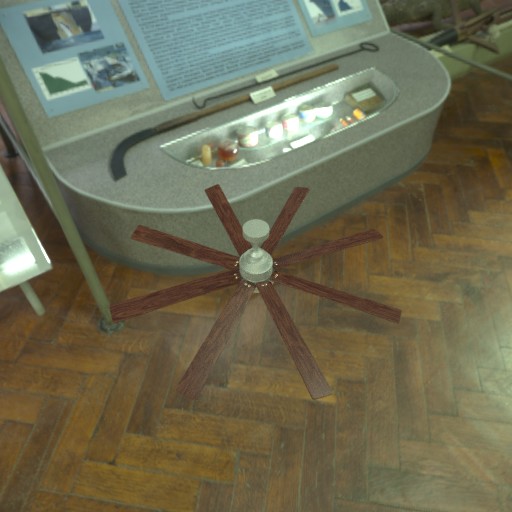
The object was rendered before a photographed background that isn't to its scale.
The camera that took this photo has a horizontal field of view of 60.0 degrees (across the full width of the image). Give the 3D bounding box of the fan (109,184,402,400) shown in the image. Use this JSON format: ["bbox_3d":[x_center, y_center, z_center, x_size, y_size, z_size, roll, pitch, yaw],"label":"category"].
[{"bbox_3d":[0.000,0.000,2.727,1.830,0.472,1.830,17,49,15],"label":"fan"}]
